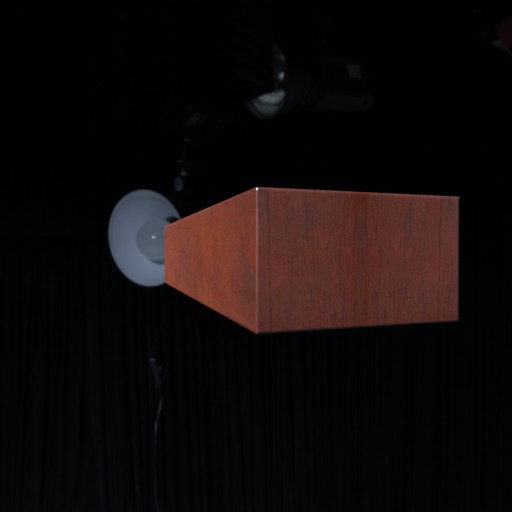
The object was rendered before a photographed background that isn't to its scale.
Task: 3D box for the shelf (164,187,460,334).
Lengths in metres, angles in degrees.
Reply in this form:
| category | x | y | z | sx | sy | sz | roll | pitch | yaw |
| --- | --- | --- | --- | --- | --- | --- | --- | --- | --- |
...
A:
| category | x | y | z | sx | sy | sz | roll | pitch | yaw |
| --- | --- | --- | --- | --- | --- | --- | --- | --- | --- |
| shelf | 0.000 | 0.000 | 0.508 | 0.152 | 0.088 | 0.457 | 0 | 1 | -18 |
